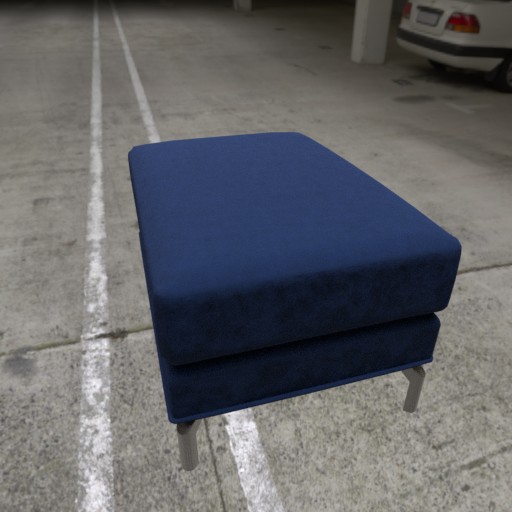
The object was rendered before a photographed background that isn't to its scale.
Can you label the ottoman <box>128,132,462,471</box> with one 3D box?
[{"bbox_3d":[0.000,0.000,1.193,0.587,0.498,0.835,-9,32,-14],"label":"ottoman"}]
